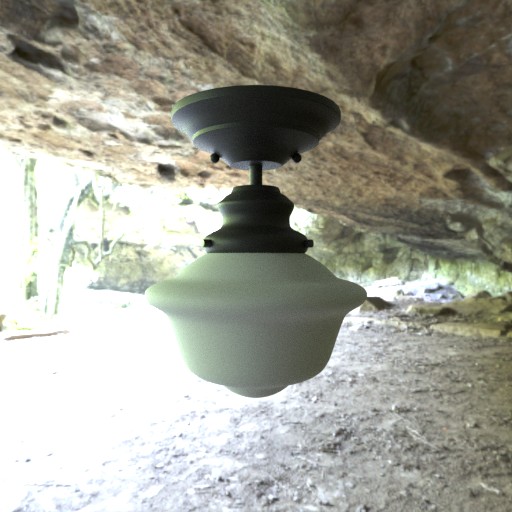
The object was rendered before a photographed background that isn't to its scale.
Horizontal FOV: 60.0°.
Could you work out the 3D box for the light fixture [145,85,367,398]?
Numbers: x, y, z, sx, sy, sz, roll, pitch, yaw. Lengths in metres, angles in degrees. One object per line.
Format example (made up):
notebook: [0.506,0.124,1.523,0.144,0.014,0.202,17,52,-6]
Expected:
light fixture: [0.000,0.000,0.404,0.197,0.254,0.197,0,0,0]
